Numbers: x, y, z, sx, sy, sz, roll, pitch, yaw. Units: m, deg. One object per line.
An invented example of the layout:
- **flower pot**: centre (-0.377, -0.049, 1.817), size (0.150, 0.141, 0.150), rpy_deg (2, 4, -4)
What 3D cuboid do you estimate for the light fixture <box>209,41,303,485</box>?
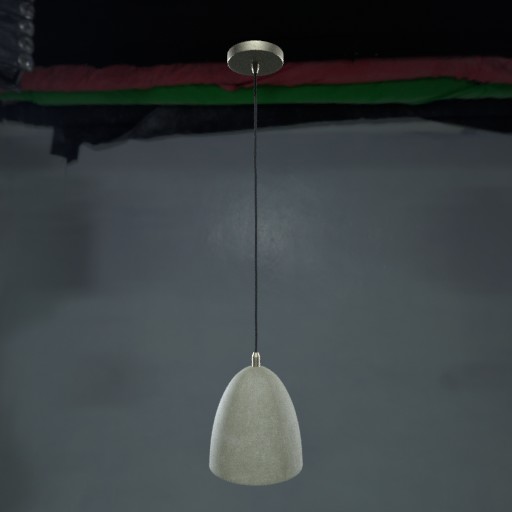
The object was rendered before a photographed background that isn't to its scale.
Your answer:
- **light fixture**: centre (0.000, 0.000, 0.824), size (0.170, 0.759, 0.170), rpy_deg (0, -2, 0)
